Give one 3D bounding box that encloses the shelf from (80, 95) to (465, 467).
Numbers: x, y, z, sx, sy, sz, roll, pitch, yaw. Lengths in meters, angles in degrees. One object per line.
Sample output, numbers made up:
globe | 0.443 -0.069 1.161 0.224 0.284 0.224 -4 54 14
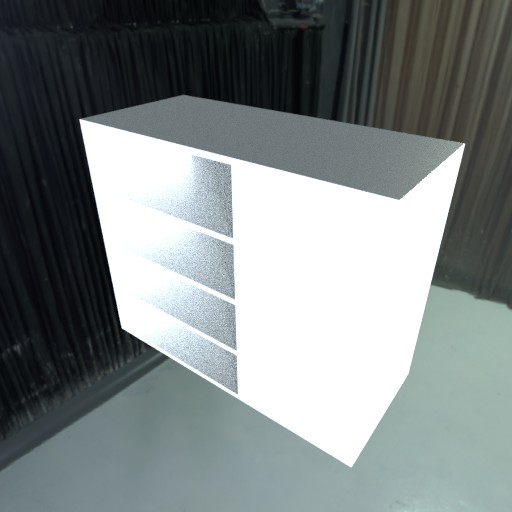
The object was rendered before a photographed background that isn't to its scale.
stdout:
shelf | 0.000 0.000 1.293 0.895 0.732 0.396 21 37 31
